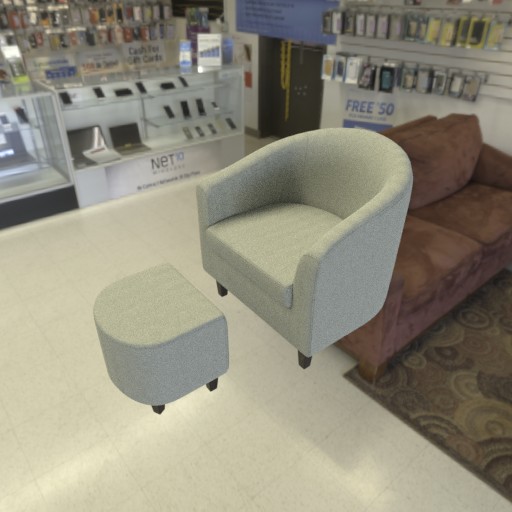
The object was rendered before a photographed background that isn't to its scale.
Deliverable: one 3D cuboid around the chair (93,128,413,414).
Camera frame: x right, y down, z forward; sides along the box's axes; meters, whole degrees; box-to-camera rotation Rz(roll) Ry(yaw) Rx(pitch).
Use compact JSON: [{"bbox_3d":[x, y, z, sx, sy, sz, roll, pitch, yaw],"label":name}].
[{"bbox_3d":[0.000,0.000,1.751,1.288,0.757,0.756,-22,39,-31],"label":"chair"}]
